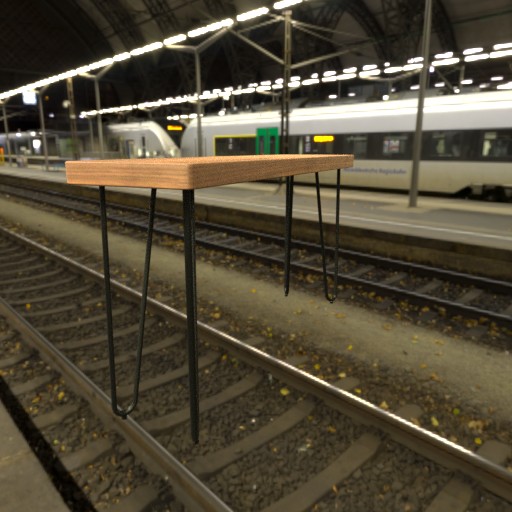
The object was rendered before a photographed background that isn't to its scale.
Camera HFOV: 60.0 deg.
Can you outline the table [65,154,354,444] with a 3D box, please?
[{"bbox_3d":[0.000,0.000,1.914,0.425,0.834,1.570,7,15,26],"label":"table"}]
